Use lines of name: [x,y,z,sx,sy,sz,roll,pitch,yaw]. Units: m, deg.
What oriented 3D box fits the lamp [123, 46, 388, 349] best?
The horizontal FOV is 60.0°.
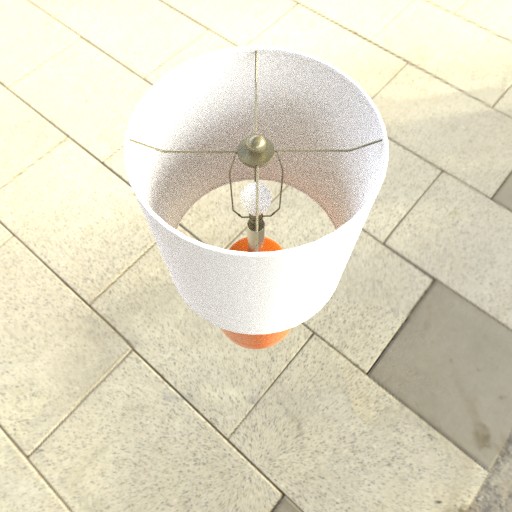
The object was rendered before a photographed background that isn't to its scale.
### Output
lamp: [0.000,0.000,1.095,0.418,0.871,0.418,36,70,16]
